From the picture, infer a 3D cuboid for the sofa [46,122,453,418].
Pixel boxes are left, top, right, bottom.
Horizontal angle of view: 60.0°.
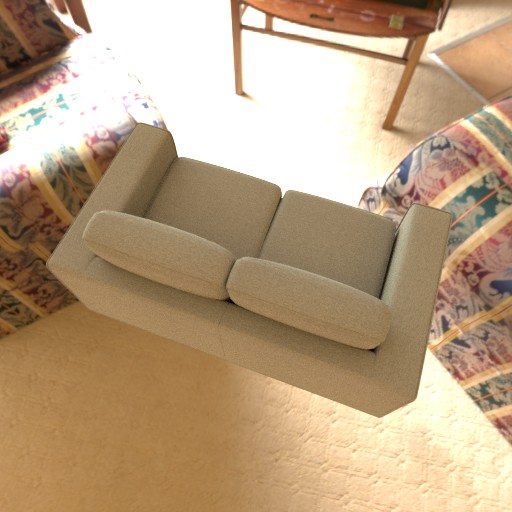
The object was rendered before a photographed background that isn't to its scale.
[{"bbox_3d":[0.000,0.000,2.400,1.812,0.924,1.007,18,65,9],"label":"sofa"}]
